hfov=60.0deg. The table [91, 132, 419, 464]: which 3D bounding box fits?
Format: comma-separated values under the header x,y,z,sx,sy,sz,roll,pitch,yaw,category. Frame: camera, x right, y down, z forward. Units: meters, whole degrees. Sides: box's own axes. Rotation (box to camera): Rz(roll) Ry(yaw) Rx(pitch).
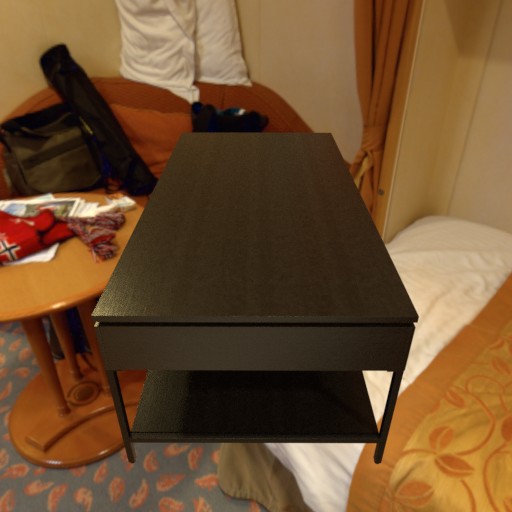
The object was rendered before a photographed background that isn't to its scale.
x,y,z,sx,sy,sz,roll,pitch,yaw,category
0.000,0.000,1.354,0.574,0.435,1.095,0,32,0,table
